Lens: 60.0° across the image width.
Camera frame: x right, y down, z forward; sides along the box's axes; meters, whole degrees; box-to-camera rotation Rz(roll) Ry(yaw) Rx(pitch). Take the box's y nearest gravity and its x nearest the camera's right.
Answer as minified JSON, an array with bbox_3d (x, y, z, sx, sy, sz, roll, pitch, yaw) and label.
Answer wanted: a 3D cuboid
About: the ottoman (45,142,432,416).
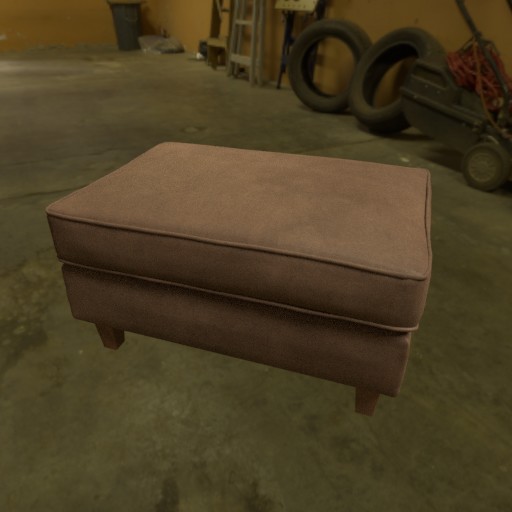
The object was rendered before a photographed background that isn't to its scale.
[{"bbox_3d":[0.000,0.000,1.219,0.860,0.481,0.596,10,32,16],"label":"ottoman"}]
